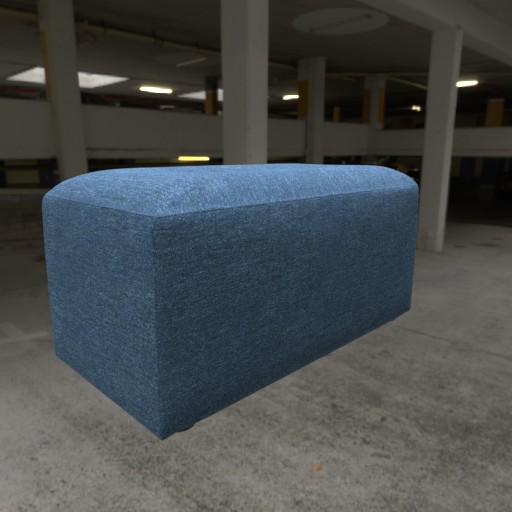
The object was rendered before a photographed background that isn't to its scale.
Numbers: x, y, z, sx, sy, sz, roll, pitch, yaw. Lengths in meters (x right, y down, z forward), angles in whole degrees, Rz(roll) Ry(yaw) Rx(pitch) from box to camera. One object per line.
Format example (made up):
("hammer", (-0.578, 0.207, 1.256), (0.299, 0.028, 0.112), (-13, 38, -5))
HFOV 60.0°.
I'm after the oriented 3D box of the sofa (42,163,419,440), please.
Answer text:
("sofa", (0.000, 0.000, 1.190), (0.930, 0.470, 0.480), (-13, 19, -43))
